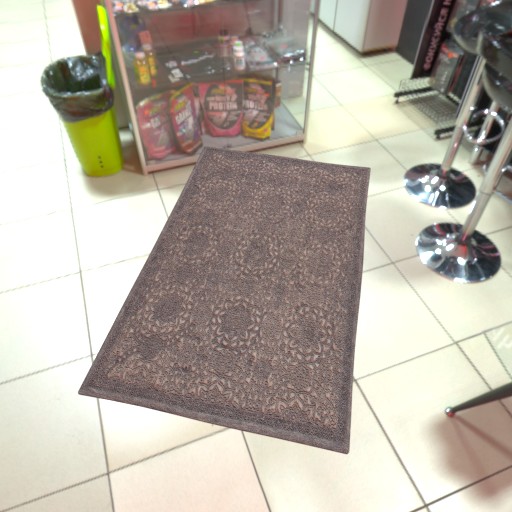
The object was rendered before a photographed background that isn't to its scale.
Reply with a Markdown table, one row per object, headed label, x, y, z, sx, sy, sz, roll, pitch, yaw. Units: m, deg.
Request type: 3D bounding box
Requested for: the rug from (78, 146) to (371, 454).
| label | x | y | z | sx | sy | sz | roll | pitch | yaw |
| --- | --- | --- | --- | --- | --- | --- | --- | --- | --- |
| rug | 0.000 | 0.000 | 3.220 | 1.535 | 0.022 | 2.498 | 9 | 49 | 8 |
